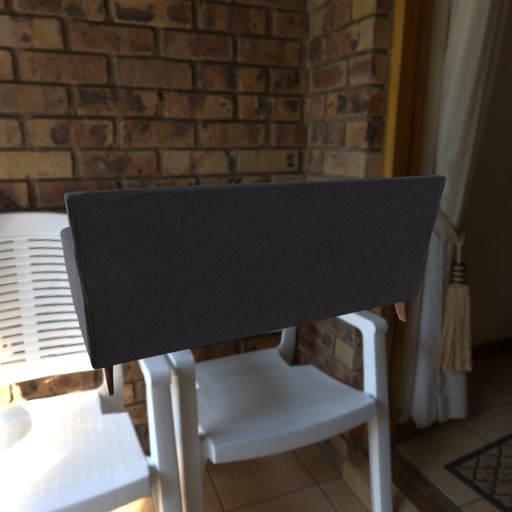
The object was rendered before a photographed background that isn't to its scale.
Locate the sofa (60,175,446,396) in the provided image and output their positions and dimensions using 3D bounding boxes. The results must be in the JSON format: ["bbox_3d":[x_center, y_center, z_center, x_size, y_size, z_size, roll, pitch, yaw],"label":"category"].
[{"bbox_3d":[0.000,0.000,2.517,2.002,0.907,0.843,-7,16,-27],"label":"sofa"}]
